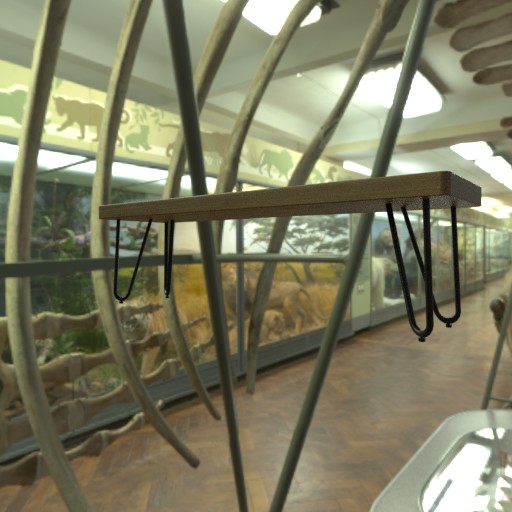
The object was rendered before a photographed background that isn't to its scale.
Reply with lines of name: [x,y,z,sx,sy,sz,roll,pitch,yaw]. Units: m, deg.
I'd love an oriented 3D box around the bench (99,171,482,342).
bench: [0.000,0.000,1.780,1.570,0.462,0.425,1,1,38]
